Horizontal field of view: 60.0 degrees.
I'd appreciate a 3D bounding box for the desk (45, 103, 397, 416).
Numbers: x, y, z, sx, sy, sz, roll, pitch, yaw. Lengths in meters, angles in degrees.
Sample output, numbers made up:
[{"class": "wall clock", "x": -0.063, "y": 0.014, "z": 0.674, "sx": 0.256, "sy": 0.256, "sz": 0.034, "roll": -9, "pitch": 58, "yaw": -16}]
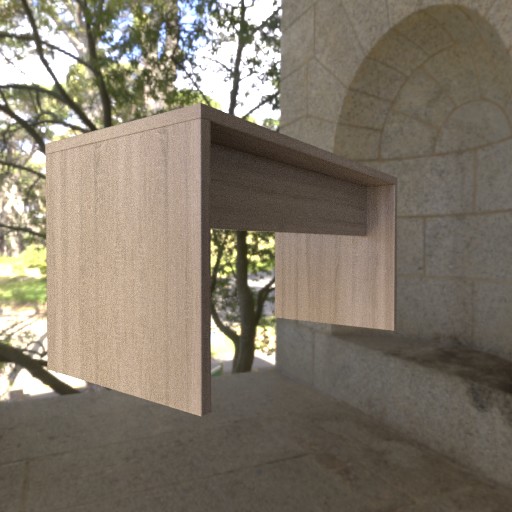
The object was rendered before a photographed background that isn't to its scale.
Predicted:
[{"class": "desk", "x": 0.000, "y": 0.000, "z": 1.802, "sx": 0.690, "sy": 0.745, "sz": 1.380, "roll": 1, "pitch": 1, "yaw": 36}]
